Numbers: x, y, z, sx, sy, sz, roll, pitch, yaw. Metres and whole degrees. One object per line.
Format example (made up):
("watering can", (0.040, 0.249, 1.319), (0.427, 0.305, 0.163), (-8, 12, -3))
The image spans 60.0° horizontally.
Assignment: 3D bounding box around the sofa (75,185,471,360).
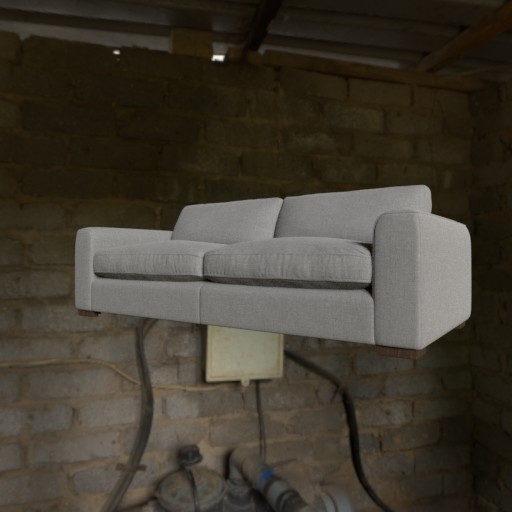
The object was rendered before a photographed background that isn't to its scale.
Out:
("sofa", (0.000, 0.000, 2.730), (2.262, 0.801, 1.070), (0, 0, 35))
